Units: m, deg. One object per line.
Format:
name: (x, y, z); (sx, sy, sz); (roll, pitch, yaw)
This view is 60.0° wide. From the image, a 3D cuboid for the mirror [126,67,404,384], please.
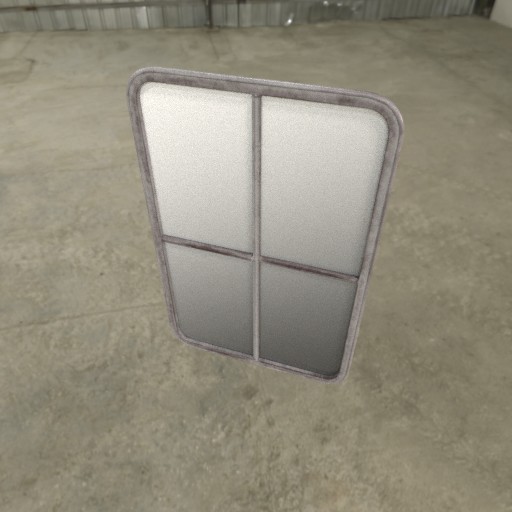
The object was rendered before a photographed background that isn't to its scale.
mirror: (0.000, 0.000, 0.902); (0.461, 0.713, 0.024); (12, 42, 14)
